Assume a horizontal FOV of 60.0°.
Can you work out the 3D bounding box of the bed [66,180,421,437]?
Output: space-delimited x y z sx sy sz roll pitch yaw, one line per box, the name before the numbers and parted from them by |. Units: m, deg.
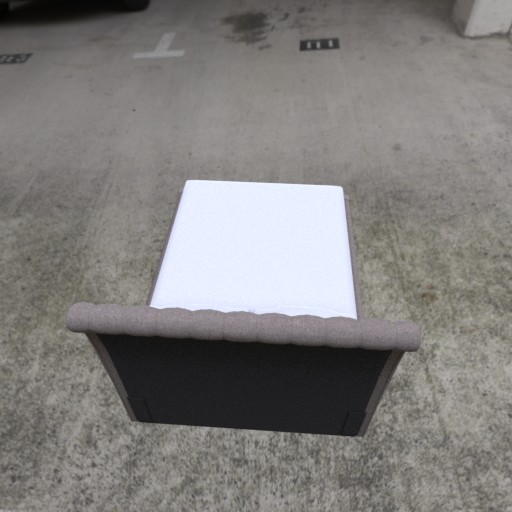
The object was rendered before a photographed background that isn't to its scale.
bed | 0.000 0.000 3.274 1.645 1.371 2.252 3 46 3
